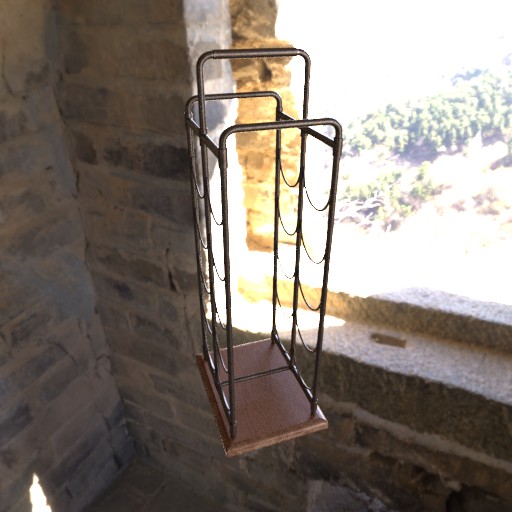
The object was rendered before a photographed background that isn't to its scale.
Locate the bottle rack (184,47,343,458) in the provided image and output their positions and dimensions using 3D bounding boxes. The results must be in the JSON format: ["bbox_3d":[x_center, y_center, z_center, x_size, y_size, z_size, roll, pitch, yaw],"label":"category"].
[{"bbox_3d":[0.000,0.000,0.799,0.208,0.680,0.276,-10,31,-16],"label":"bottle rack"}]
